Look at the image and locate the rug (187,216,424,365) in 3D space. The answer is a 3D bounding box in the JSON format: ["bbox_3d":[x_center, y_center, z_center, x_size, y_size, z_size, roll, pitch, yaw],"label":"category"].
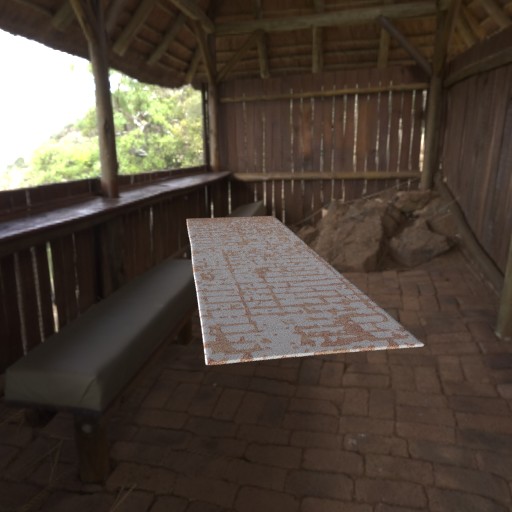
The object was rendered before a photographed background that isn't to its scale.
[{"bbox_3d":[0.000,0.000,2.616,0.750,0.011,2.435,-3,16,-10],"label":"rug"}]
